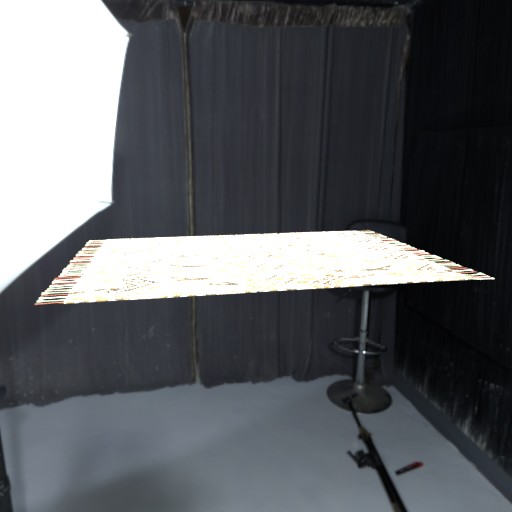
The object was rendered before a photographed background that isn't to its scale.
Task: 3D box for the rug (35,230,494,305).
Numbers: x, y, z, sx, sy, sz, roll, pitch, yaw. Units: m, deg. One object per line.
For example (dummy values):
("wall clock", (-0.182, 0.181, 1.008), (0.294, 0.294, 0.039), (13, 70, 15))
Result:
("rug", (0.000, 0.000, 2.278), (1.829, 0.008, 1.219), (-3, 13, -11))
